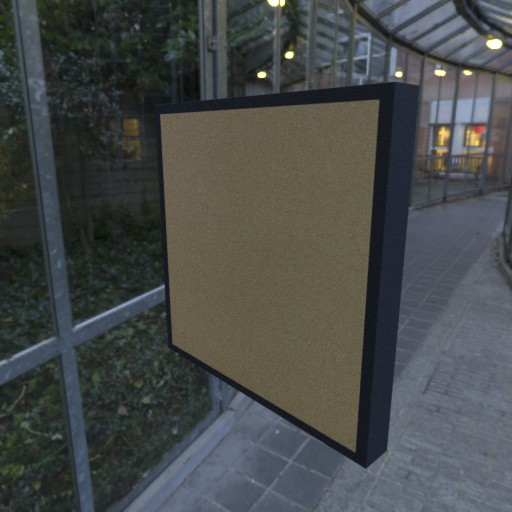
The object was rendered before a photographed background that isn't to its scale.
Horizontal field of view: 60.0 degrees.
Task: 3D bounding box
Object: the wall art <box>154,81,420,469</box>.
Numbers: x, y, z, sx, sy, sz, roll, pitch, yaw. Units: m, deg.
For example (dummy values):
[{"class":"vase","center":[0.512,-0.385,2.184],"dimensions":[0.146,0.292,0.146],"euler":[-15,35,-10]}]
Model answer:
[{"class":"wall art","center":[0.000,0.000,0.450],"dimensions":[0.033,0.304,0.305],"euler":[-14,20,-41]}]
